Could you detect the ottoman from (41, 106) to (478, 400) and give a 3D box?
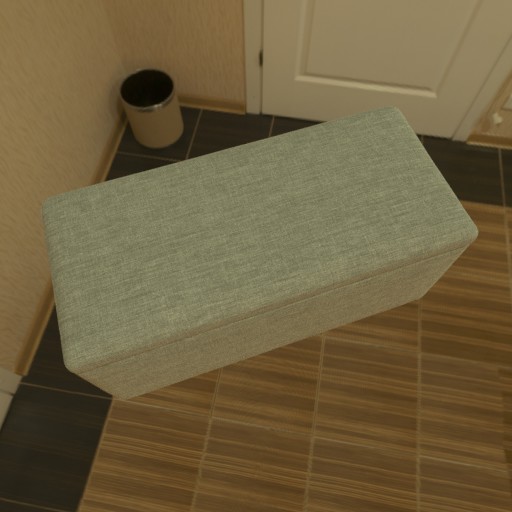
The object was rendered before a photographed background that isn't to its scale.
[{"bbox_3d":[0.000,0.000,1.130,0.902,0.432,0.419,-17,65,-8],"label":"ottoman"}]
